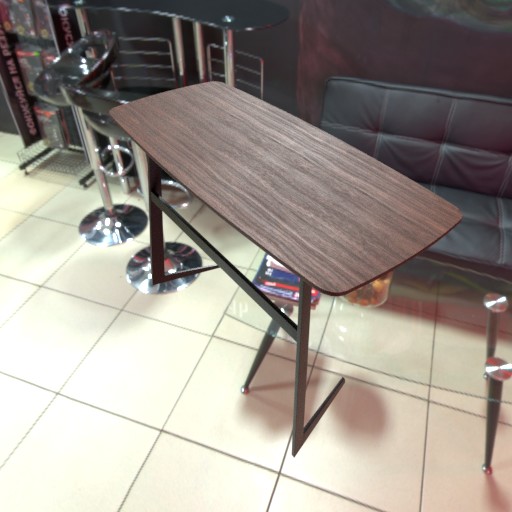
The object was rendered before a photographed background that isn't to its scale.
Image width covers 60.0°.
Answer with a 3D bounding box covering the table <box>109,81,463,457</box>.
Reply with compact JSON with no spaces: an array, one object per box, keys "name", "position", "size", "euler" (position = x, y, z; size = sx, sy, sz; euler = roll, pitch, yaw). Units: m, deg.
[{"name":"table","position":[0.000,0.000,1.113],"size":[0.361,0.576,0.804],"euler":[-27,48,-27]}]
